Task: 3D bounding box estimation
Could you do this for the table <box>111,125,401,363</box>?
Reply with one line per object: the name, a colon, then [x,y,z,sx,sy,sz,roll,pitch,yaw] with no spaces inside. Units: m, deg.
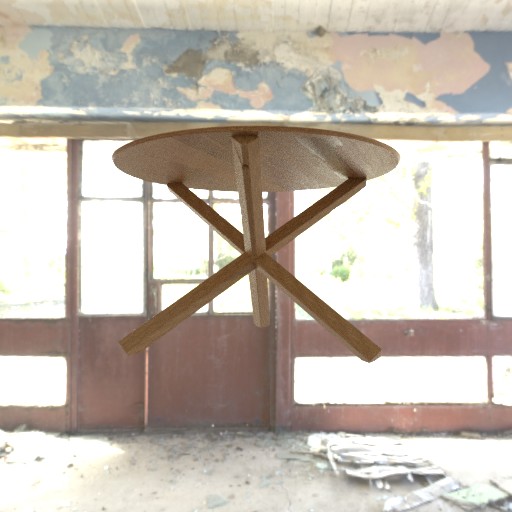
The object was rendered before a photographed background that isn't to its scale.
table: [0.000,0.000,1.667,1.038,0.666,1.038,0,-1,0]
